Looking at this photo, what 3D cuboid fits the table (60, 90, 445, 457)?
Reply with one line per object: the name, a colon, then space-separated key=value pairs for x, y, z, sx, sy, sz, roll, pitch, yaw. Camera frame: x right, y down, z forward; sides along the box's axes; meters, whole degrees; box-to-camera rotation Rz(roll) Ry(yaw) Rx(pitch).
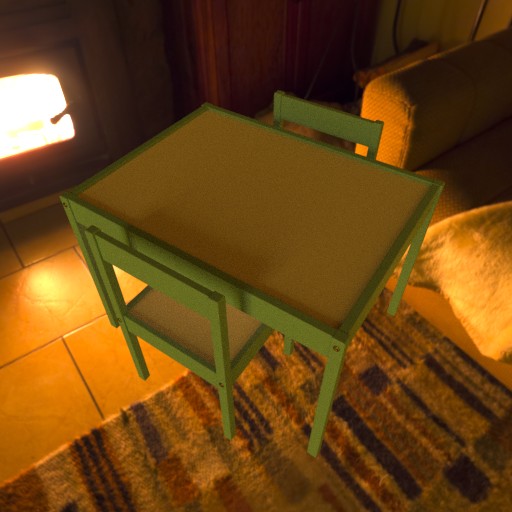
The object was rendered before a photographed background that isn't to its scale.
table: x=0.000 y=0.000 z=1.063 sx=0.639 sy=0.503 sz=0.633 roll=26 pitch=51 yaw=23
